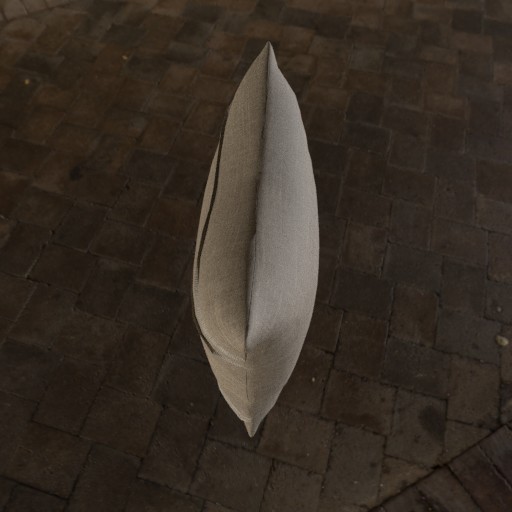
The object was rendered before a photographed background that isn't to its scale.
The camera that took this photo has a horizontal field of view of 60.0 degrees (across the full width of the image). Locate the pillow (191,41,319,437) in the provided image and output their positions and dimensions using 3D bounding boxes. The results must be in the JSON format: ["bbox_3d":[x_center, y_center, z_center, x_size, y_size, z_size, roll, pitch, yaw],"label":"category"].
[{"bbox_3d":[0.000,0.000,0.633,0.169,0.400,0.424,3,59,2],"label":"pillow"}]
